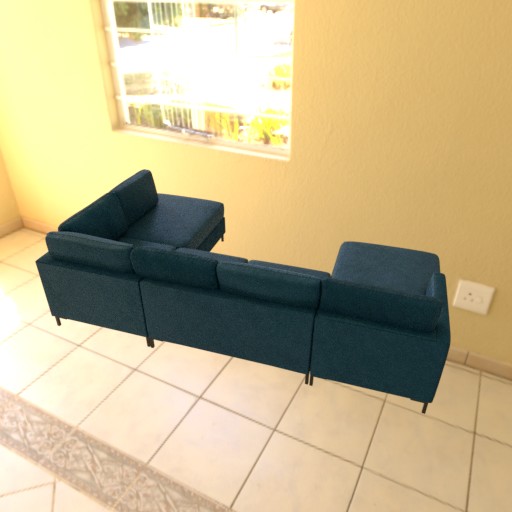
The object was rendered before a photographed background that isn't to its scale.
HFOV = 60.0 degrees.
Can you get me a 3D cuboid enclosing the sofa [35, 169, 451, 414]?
[{"bbox_3d":[0.000,0.000,4.353,3.434,0.992,2.055,9,33,15],"label":"sofa"}]
